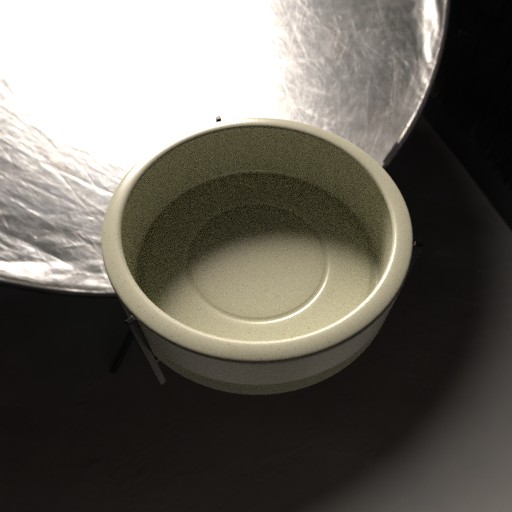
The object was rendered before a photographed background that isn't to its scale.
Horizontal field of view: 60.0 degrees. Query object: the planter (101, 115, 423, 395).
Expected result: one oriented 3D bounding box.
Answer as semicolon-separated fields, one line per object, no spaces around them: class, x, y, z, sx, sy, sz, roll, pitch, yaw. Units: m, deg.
planter;0.000;0.000;0.555;0.336;0.171;0.345;-14;57;-10
